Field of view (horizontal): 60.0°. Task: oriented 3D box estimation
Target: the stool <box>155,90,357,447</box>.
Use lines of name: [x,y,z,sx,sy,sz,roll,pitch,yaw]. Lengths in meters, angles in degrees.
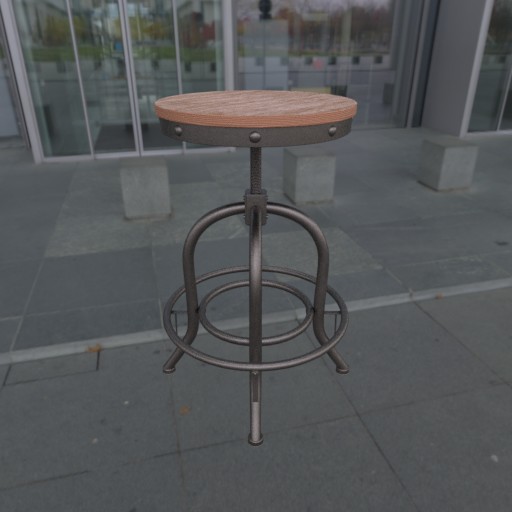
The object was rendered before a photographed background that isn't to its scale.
stool: [0.000,0.000,0.913,0.439,0.609,0.439,0,26,0]
